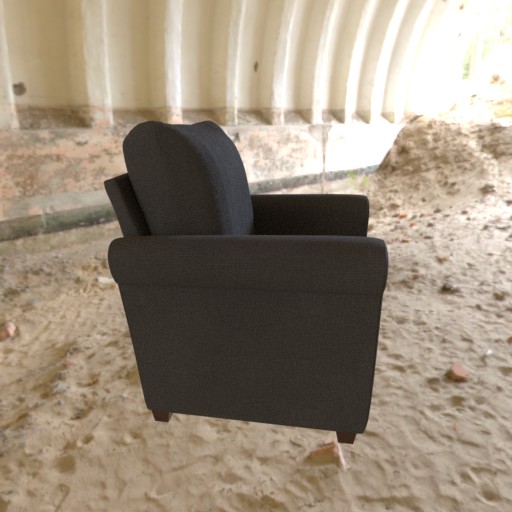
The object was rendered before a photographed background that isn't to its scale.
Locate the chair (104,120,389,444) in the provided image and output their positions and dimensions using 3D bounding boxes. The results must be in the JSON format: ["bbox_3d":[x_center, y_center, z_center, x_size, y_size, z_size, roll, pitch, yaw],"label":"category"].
[{"bbox_3d":[0.000,0.000,1.611,0.828,0.942,0.867,3,17,10],"label":"chair"}]
